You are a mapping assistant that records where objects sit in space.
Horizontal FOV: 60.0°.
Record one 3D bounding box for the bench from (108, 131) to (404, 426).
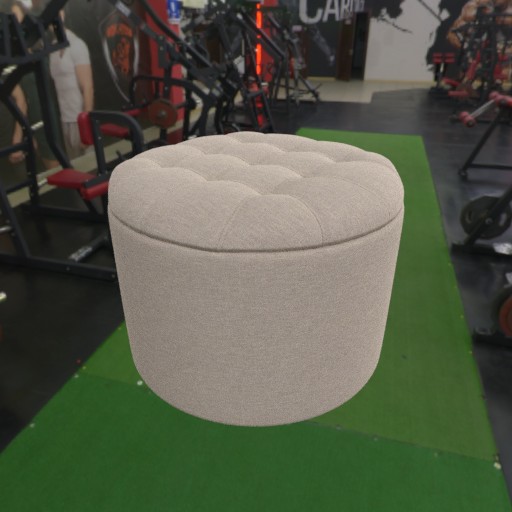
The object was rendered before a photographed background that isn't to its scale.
[{"bbox_3d":[0.000,0.000,1.000,0.600,0.454,0.600,0,28,0],"label":"bench"}]
